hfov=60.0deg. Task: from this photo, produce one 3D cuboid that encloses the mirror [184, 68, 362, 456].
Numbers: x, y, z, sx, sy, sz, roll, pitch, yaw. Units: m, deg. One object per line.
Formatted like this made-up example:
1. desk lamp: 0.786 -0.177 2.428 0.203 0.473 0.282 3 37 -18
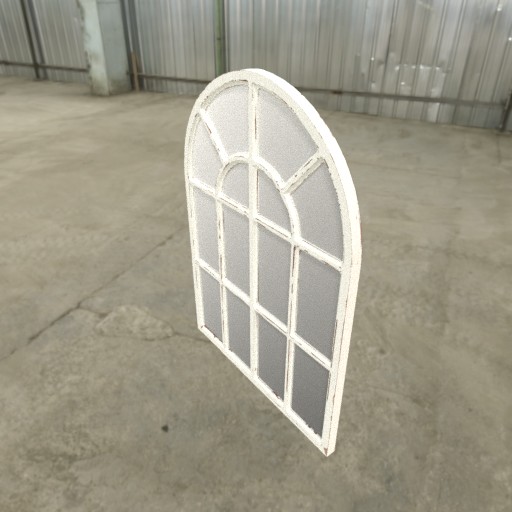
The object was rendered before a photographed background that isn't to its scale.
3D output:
1. mirror: 0.000 0.000 1.175 0.032 0.920 0.660 -21 37 -31
